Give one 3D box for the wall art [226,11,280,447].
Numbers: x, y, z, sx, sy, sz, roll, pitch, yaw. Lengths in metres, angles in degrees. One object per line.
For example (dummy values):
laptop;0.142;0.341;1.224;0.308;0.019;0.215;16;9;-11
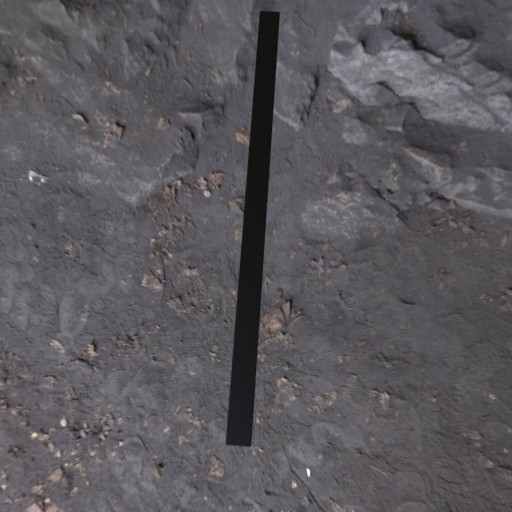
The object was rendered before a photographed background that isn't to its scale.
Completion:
wall art;0.000;0.000;1.116;0.038;0.765;0.765;4;76;1
